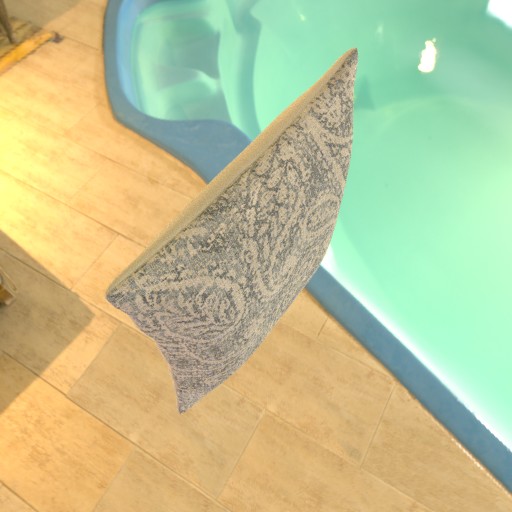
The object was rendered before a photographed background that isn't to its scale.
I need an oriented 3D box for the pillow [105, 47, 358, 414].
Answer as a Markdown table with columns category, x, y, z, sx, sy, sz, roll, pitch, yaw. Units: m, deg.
| category | x | y | z | sx | sy | sz | roll | pitch | yaw |
| --- | --- | --- | --- | --- | --- | --- | --- | --- | --- |
| pillow | 0.000 | 0.000 | 0.774 | 0.166 | 0.510 | 0.523 | 32 | 64 | 18 |
